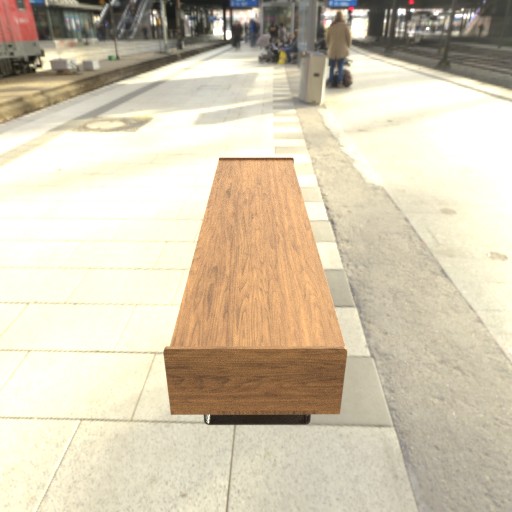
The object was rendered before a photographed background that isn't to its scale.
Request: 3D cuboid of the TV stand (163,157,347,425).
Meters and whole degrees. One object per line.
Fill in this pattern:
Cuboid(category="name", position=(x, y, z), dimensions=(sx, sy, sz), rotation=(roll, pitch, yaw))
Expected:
Cuboid(category="TV stand", position=(0.000, 0.000, 1.986), dimensions=(0.467, 0.415, 1.796), rotation=(0, 27, 0))
